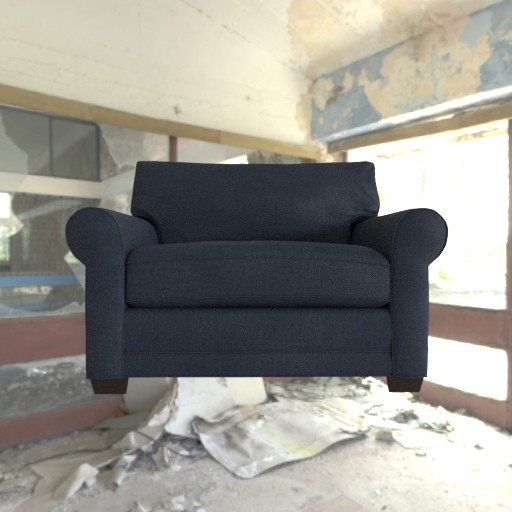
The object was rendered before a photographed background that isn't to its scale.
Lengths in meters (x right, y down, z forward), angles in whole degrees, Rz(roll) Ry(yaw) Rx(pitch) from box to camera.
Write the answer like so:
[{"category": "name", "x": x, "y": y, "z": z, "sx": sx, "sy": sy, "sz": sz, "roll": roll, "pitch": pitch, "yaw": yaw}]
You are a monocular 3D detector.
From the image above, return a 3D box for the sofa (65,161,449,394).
[{"category": "sofa", "x": 0.000, "y": 0.000, "z": 2.058, "sx": 1.405, "sy": 1.004, "sz": 0.938, "roll": 0, "pitch": 1, "yaw": -1}]
